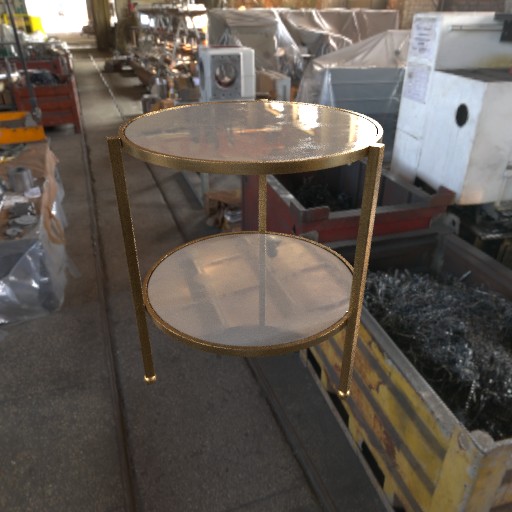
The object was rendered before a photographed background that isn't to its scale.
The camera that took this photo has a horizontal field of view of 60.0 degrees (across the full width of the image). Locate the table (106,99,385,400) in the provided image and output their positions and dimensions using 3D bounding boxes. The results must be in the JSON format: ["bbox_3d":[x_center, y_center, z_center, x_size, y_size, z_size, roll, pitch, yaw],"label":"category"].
[{"bbox_3d":[0.000,0.000,0.463,0.243,0.269,0.231,20,35,31],"label":"table"}]
